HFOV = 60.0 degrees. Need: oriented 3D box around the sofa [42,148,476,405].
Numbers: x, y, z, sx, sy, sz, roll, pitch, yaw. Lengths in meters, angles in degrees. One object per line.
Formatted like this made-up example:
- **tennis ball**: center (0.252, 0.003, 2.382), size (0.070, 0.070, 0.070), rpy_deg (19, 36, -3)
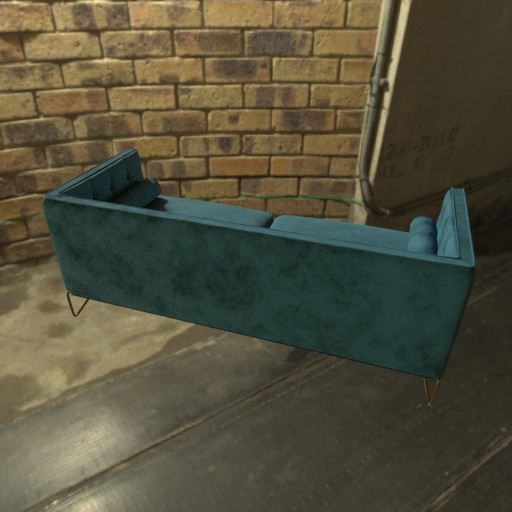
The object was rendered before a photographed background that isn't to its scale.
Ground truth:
- **sofa**: center (0.000, 0.000, 2.498), size (2.087, 0.789, 0.867), rpy_deg (10, 33, 16)
